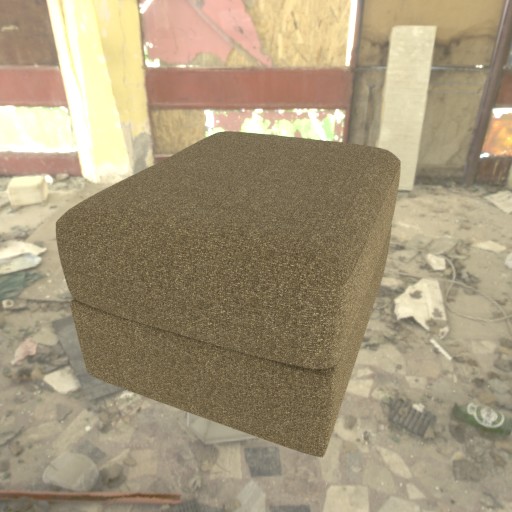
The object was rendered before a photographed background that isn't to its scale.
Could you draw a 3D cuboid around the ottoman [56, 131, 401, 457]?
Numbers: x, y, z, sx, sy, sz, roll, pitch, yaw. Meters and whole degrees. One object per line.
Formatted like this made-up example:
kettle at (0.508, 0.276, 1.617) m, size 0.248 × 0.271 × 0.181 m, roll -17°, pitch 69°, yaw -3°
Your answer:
ottoman at (0.000, 0.000, 1.133) m, size 0.598 × 0.476 × 0.742 m, roll 12°, pitch 32°, yaw 20°
